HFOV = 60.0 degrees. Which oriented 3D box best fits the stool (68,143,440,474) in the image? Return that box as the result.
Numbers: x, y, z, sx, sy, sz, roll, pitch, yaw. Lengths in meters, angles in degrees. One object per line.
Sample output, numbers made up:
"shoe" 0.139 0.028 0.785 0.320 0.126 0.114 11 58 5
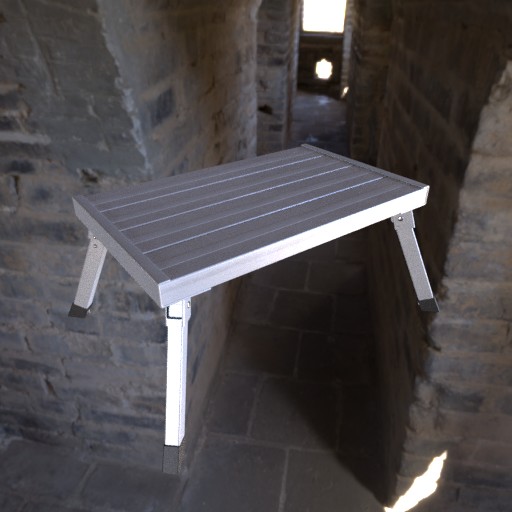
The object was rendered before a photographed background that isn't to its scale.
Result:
"stool" 0.000 0.000 0.717 0.535 0.225 0.385 -20 36 -31
